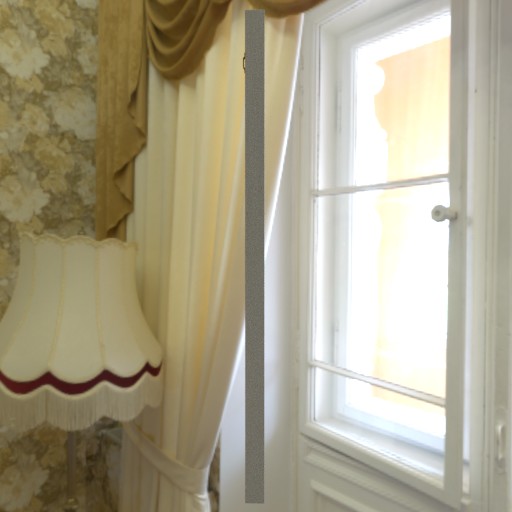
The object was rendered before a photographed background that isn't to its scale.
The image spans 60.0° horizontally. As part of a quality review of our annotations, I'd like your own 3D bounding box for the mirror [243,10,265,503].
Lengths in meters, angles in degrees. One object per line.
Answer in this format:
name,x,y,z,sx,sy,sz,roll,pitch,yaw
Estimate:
mirror,0.000,0.000,1.125,0.040,0.915,0.609,0,1,1
